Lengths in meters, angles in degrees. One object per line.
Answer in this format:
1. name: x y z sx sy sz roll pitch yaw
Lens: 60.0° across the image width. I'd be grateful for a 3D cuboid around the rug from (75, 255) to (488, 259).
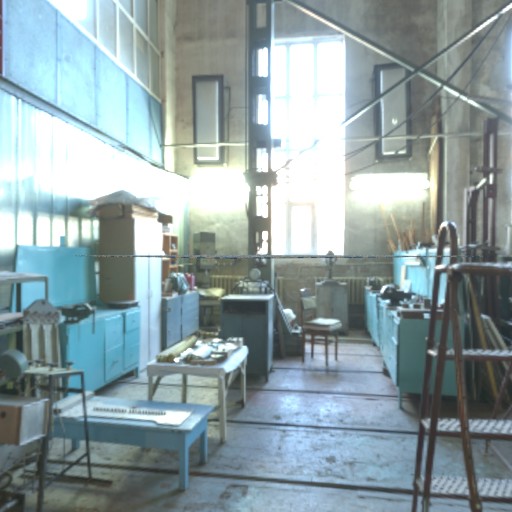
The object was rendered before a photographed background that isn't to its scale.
1. rug: 0.000 0.000 4.051 2.435 0.007 3.007 0 0 -35
